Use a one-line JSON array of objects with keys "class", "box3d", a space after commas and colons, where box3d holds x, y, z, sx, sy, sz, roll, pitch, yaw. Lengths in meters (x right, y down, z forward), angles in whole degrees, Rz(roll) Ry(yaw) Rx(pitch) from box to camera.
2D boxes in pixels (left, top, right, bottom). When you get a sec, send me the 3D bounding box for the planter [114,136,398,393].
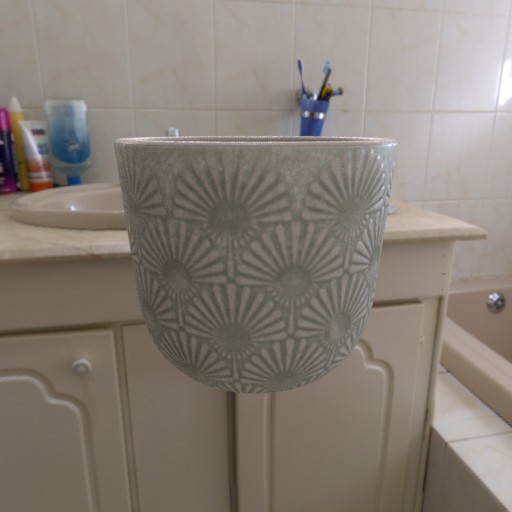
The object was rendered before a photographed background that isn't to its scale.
[{"class": "planter", "box3d": [0.000, 0.000, 0.297, 0.170, 0.152, 0.170, 0, 16, 0]}]
